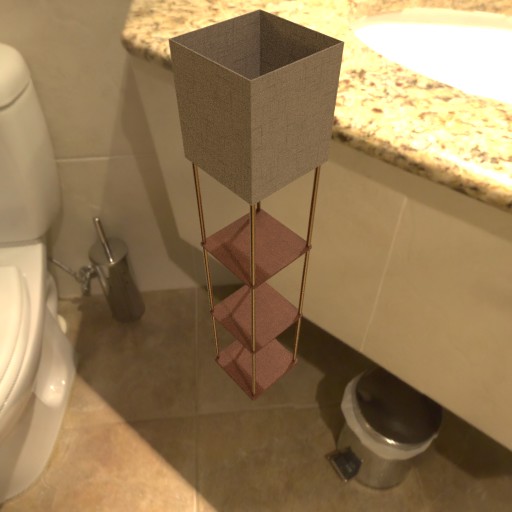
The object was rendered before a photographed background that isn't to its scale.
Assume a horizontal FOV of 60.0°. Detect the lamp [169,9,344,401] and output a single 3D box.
[{"bbox_3d":[0.000,0.000,1.671,0.310,1.569,0.308,-34,56,-27],"label":"lamp"}]
